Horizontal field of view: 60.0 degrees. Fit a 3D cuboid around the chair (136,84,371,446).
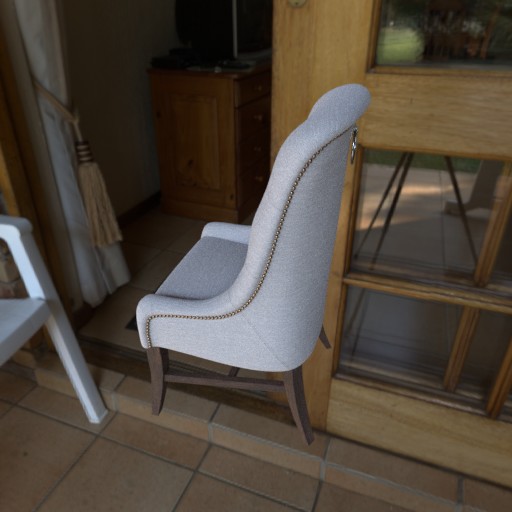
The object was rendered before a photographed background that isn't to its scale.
[{"bbox_3d":[0.000,0.000,1.498,0.629,1.091,0.634,8,30,13],"label":"chair"}]
